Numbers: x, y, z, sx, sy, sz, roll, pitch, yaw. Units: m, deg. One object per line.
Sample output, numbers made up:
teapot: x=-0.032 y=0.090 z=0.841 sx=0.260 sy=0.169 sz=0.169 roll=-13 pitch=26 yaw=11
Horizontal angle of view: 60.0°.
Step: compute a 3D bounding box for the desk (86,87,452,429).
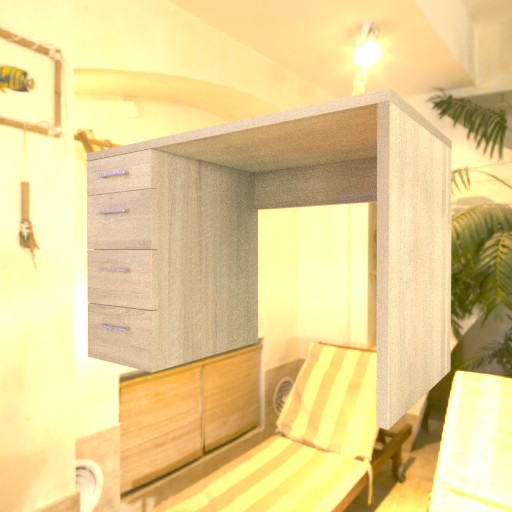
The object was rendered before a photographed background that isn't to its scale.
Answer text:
desk: x=0.000 y=0.000 z=1.491 sx=1.100 sy=0.731 sz=0.600 roll=1 pitch=1 yaw=36
